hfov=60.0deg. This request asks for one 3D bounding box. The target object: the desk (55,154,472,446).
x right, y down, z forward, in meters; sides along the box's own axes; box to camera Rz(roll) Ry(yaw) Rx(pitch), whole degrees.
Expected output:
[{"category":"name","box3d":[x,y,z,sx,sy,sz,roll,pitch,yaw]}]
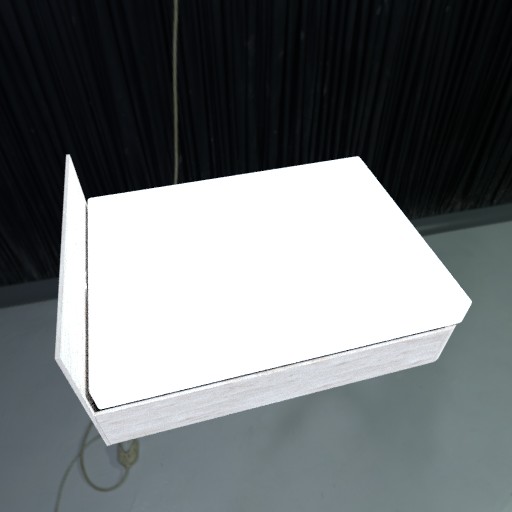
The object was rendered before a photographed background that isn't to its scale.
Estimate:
[{"category":"desk","box3d":[0.000,0.000,2.553,1.900,0.800,1.400,-11,46,-11]}]
